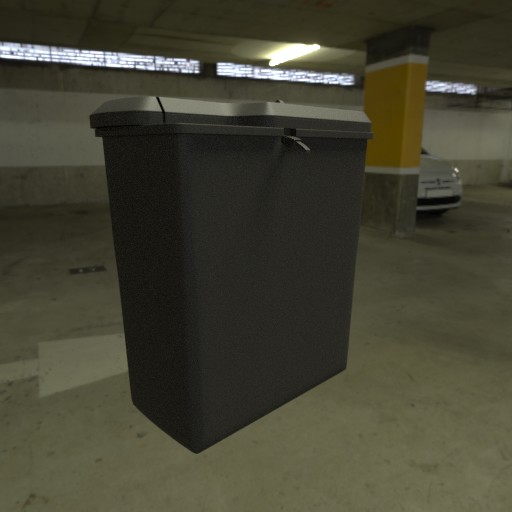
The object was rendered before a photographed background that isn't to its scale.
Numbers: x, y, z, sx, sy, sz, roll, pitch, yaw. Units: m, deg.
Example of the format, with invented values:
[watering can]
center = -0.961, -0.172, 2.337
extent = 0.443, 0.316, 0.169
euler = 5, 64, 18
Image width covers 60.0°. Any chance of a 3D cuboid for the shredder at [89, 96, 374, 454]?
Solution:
[shredder]
center = 0.000, 0.000, 0.509
extent = 0.320, 0.335, 0.170
euler = -13, 18, -42
